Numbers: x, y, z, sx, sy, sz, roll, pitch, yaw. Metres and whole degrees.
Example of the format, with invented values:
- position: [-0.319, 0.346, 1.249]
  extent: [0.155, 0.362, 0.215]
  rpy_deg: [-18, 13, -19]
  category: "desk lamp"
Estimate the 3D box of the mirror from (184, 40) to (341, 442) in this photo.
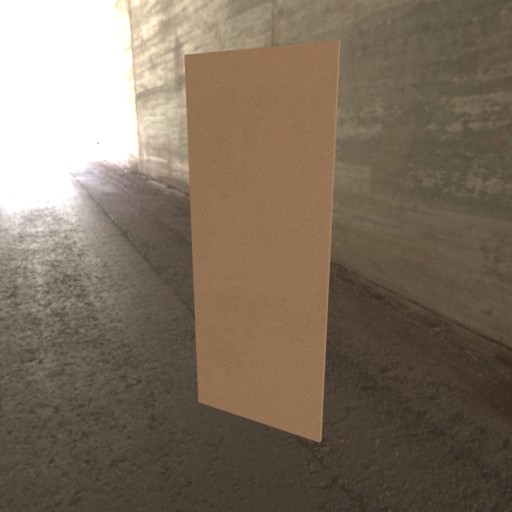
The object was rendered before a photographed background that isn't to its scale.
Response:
- position: [0.000, 0.000, 2.366]
  extent: [0.812, 2.031, 0.026]
  rpy_deg: [8, 18, 27]
  category: "mirror"
